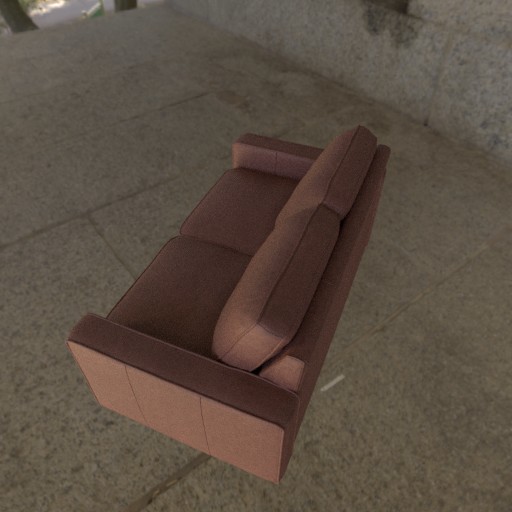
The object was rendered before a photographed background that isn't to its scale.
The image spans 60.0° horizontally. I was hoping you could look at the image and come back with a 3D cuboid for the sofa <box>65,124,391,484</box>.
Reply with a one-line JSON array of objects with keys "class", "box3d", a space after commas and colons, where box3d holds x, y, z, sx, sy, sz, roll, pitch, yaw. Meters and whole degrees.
[{"class": "sofa", "box3d": [0.000, 0.000, 2.233, 0.947, 0.918, 1.709, 17, 48, 16]}]
